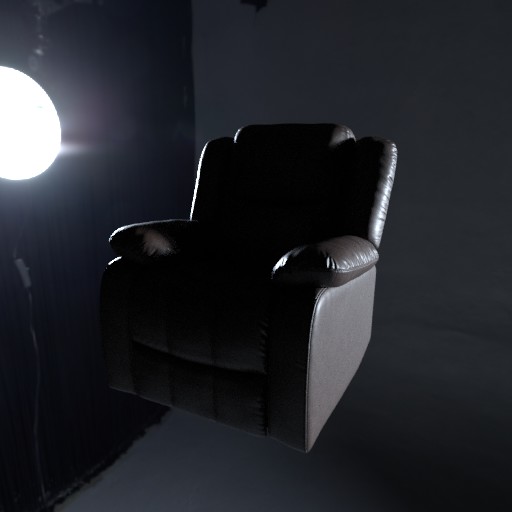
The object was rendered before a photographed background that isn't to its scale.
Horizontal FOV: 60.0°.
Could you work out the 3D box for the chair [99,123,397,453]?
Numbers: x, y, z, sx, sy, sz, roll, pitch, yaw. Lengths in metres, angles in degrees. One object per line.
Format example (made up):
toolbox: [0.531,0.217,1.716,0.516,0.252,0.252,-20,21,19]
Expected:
chair: [0.000,0.000,1.724,0.899,1.009,0.934,7,16,27]
